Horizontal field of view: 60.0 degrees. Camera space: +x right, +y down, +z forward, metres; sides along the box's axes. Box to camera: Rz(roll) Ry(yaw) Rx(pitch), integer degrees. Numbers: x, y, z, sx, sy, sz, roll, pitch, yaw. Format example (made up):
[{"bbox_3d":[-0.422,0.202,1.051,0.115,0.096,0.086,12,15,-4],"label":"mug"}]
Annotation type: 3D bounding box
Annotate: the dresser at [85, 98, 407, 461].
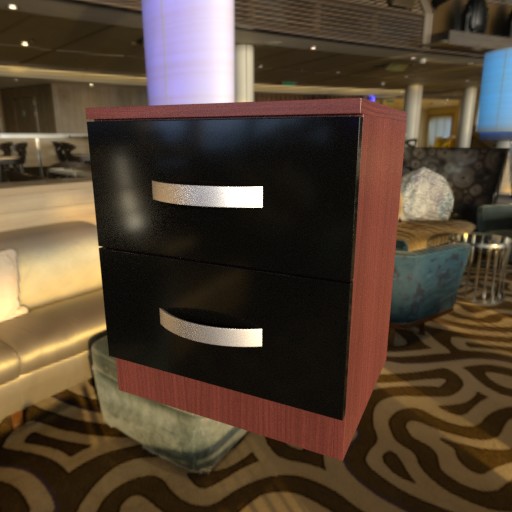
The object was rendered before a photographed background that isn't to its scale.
[{"bbox_3d":[0.000,0.000,0.750,0.400,0.470,0.360,7,17,25],"label":"dresser"}]
